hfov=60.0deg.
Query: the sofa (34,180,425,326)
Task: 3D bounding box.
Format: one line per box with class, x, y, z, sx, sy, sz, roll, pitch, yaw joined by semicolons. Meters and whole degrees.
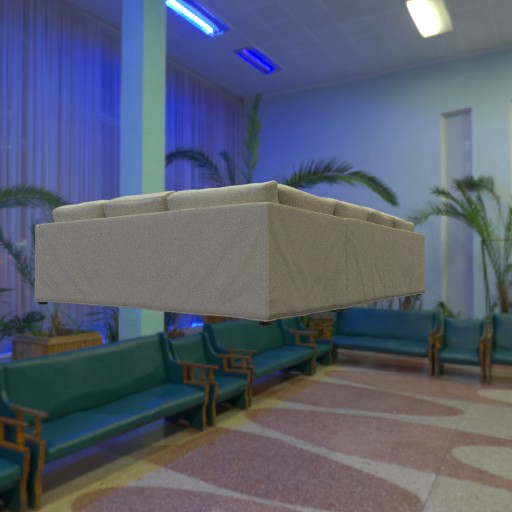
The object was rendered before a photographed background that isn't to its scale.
sofa;0.000;0.000;4.396;2.432;0.871;3.182;-1;-2;35
